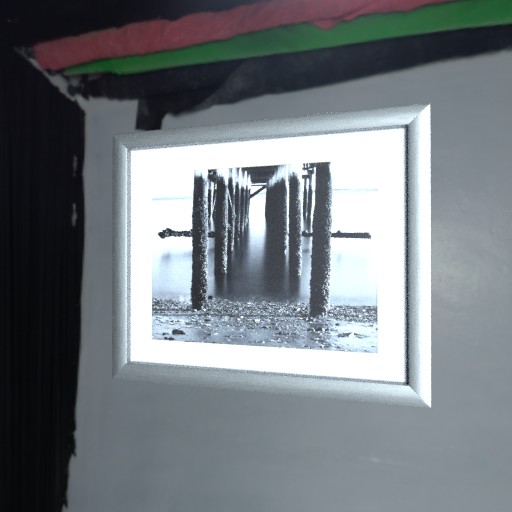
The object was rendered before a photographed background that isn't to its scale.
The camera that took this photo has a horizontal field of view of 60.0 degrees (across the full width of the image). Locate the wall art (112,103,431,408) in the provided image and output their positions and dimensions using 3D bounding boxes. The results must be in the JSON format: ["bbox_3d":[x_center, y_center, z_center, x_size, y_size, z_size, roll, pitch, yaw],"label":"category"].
[{"bbox_3d":[0.000,0.000,0.757,0.556,0.457,0.028,0,0,17],"label":"wall art"}]
